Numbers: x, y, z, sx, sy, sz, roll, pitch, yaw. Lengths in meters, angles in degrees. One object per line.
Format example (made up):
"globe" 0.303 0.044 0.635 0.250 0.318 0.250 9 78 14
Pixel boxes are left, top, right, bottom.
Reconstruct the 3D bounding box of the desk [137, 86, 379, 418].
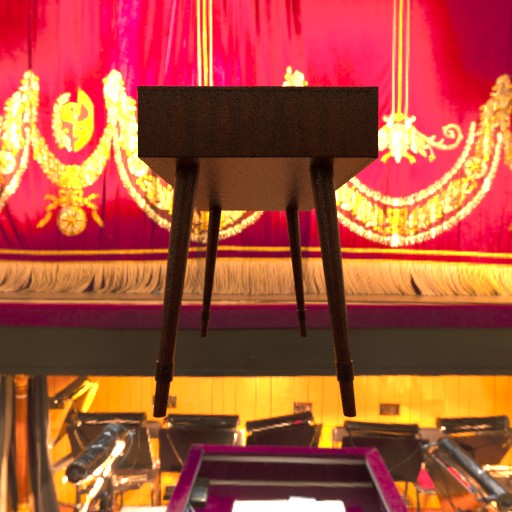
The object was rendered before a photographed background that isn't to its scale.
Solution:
"desk" 0.000 0.000 2.131 0.734 1.031 1.577 0 0 0
